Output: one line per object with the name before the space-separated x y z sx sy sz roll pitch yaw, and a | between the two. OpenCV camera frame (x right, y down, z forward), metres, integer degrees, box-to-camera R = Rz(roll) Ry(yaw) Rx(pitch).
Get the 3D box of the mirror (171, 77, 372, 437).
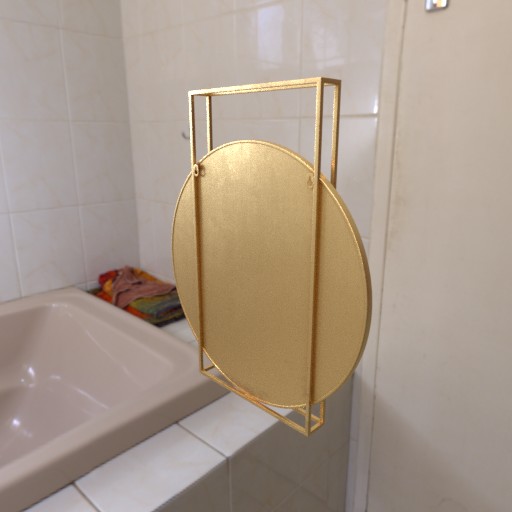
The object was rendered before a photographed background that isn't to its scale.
mirror | 0.000 0.000 0.839 0.051 0.603 0.508 -15 21 -43
